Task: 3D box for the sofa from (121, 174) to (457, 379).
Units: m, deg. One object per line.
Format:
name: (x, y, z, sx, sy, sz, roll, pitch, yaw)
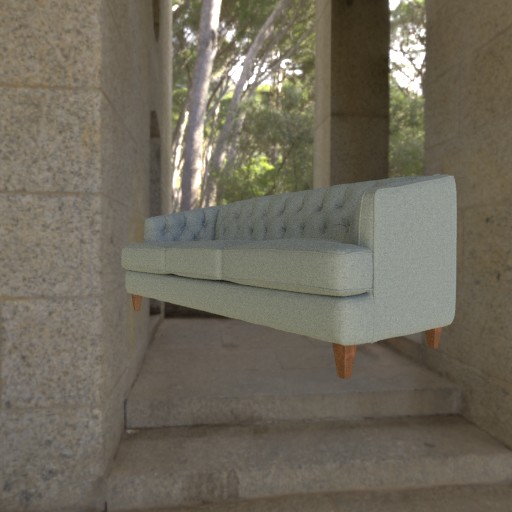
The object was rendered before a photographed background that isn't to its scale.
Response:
sofa: (0.000, 0.000, 2.704, 0.941, 0.855, 2.278, -1, 2, -36)
